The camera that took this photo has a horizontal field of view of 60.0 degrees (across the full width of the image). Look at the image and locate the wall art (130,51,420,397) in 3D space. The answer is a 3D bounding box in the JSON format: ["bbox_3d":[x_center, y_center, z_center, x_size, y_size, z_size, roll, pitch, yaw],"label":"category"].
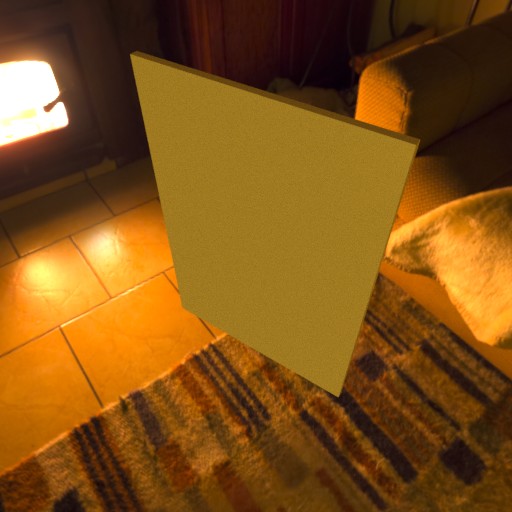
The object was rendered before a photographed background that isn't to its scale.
[{"bbox_3d":[0.000,0.000,0.606,0.325,0.474,0.010,26,52,22],"label":"wall art"}]
